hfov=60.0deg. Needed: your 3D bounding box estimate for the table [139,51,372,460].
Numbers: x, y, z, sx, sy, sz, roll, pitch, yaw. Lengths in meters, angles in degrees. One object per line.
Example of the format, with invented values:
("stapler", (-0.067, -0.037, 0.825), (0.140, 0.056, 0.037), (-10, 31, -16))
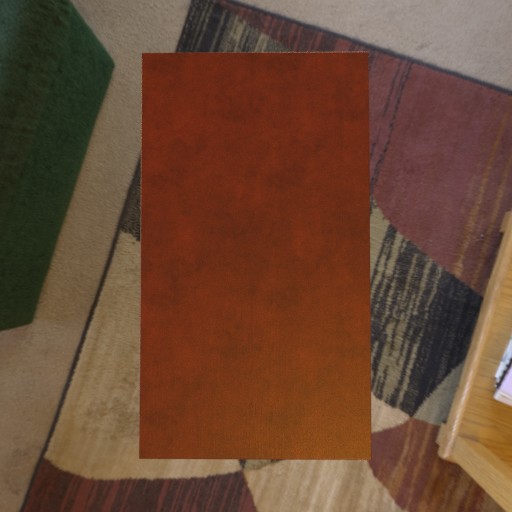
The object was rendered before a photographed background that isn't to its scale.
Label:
("table", (0.000, 0.000, 1.250), (0.533, 0.456, 0.943), (0, 89, 1))
